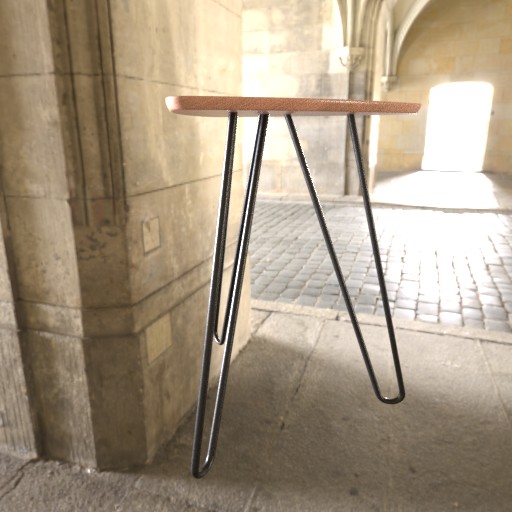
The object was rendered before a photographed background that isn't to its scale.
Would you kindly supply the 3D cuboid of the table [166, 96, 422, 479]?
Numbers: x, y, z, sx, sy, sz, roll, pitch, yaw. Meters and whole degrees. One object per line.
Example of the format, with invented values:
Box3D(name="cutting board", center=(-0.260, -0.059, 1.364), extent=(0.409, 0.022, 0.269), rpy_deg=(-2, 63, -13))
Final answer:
Box3D(name="table", center=(0.000, 0.000, 0.877), extent=(0.442, 0.564, 0.455), rpy_deg=(-8, 18, -27))
